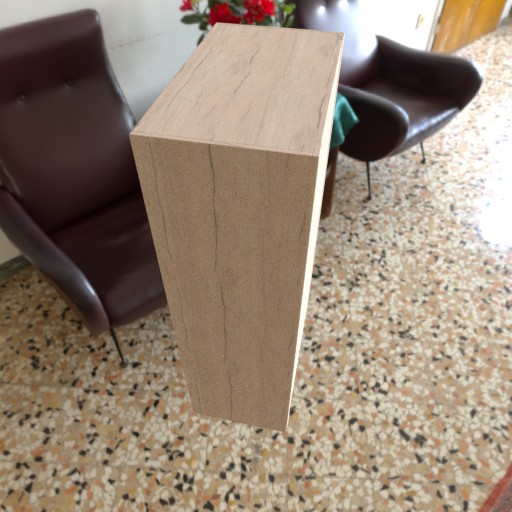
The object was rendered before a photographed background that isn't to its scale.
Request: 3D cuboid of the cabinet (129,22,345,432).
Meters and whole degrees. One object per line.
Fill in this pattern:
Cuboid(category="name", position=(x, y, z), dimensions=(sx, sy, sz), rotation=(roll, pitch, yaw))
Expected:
Cuboid(category="cabinet", position=(0.000, 0.000, 2.329), dimensions=(0.580, 1.930, 0.980), rotation=(9, 47, 8))
